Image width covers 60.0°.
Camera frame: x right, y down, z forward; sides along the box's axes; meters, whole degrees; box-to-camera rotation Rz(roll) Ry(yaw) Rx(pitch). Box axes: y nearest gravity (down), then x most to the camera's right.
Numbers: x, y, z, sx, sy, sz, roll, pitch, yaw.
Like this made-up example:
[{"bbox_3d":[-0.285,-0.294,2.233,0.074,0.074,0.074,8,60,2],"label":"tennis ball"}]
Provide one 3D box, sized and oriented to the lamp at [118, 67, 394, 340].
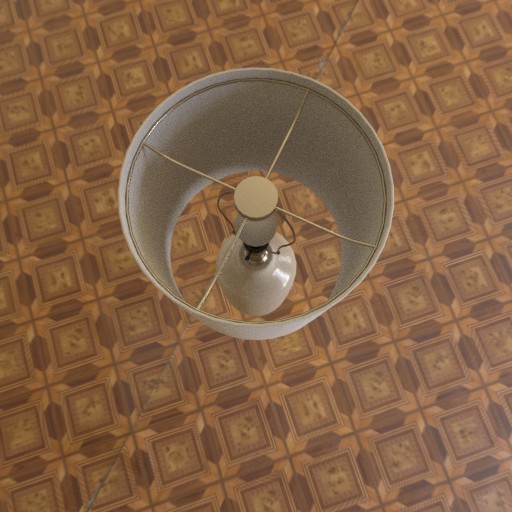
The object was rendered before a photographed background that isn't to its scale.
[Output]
[{"bbox_3d":[0.000,0.000,0.585,0.220,0.475,0.220,39,80,8],"label":"lamp"}]
